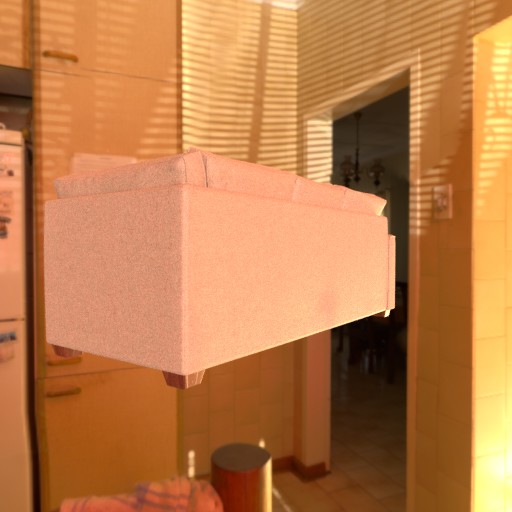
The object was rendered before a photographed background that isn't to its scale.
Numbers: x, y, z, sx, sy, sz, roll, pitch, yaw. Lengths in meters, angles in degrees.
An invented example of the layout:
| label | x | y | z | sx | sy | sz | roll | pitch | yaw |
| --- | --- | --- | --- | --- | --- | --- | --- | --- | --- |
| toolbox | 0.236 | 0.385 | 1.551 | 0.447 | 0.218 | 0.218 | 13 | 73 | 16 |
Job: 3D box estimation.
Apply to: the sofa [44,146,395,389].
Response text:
| label | x | y | z | sx | sy | sz | roll | pitch | yaw |
| --- | --- | --- | --- | --- | --- | --- | --- | --- | --- |
| sofa | 0.000 | 0.000 | 2.849 | 1.061 | 0.962 | 2.317 | 1 | 1 | 36 |
